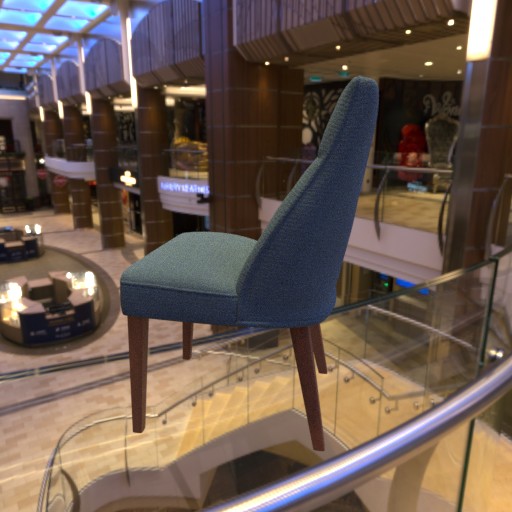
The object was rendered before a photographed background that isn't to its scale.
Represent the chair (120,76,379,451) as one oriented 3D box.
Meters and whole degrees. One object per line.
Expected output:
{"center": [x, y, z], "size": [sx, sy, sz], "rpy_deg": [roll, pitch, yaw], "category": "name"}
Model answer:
{"center": [0.000, 0.000, 1.275], "size": [0.620, 0.930, 0.500], "rpy_deg": [3, 15, 9], "category": "chair"}
